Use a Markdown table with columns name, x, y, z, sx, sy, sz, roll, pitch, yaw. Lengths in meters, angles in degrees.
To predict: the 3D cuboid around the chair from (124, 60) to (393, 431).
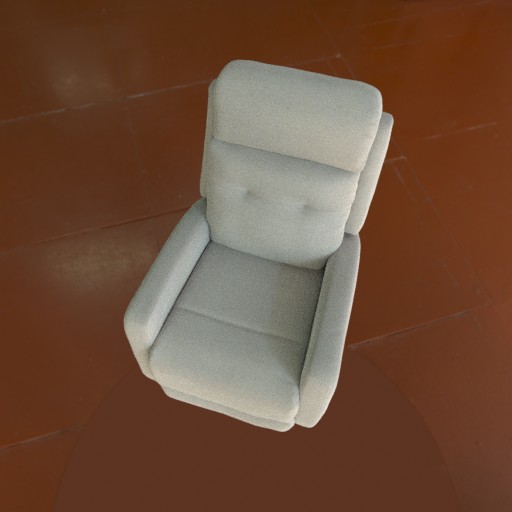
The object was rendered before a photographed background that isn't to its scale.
| name | x | y | z | sx | sy | sz | roll | pitch | yaw |
| --- | --- | --- | --- | --- | --- | --- | --- | --- | --- |
| chair | 0.000 | 0.000 | 1.691 | 0.798 | 1.013 | 1.043 | 15 | 61 | 9 |
